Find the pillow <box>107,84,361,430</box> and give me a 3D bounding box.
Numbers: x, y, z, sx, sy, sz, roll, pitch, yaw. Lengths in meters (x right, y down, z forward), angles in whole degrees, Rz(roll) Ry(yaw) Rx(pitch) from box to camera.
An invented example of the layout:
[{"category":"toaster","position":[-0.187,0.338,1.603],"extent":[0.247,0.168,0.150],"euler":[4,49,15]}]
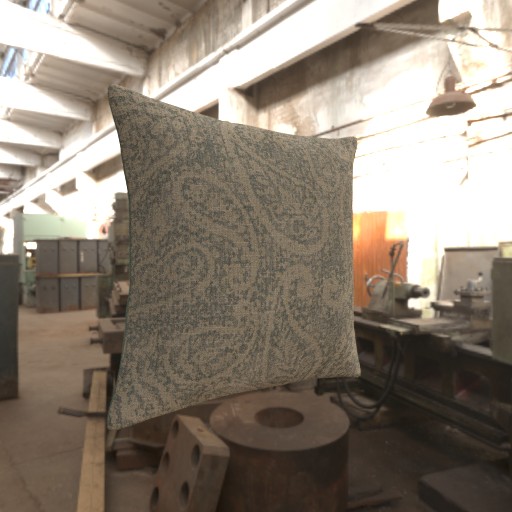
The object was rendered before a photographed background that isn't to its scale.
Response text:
[{"category":"pillow","position":[0.000,0.000,0.792],"extent":[0.526,0.507,0.166],"euler":[0,0,-34]}]
